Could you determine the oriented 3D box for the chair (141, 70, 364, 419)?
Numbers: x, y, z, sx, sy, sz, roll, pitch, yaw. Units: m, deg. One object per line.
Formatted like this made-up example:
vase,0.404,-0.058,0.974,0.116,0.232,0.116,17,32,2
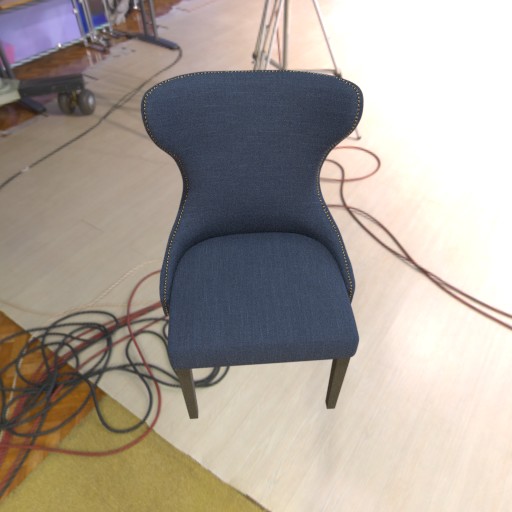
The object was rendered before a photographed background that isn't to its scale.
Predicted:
chair,0.000,0.000,1.418,0.628,0.967,0.635,-3,46,-3
